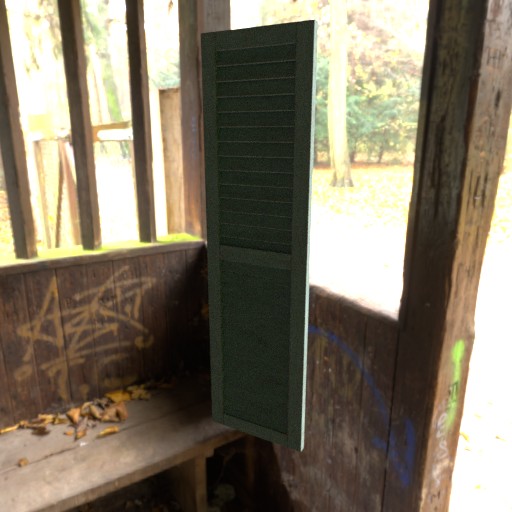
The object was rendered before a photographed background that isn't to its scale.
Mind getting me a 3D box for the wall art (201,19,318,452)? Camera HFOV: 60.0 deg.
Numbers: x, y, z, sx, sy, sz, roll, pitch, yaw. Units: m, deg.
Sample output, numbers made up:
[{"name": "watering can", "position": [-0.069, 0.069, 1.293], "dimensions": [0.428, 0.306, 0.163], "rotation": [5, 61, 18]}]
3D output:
[{"name": "wall art", "position": [0.000, 0.000, 1.303], "dimensions": [0.329, 1.219, 0.025], "rotation": [8, 17, 27]}]
